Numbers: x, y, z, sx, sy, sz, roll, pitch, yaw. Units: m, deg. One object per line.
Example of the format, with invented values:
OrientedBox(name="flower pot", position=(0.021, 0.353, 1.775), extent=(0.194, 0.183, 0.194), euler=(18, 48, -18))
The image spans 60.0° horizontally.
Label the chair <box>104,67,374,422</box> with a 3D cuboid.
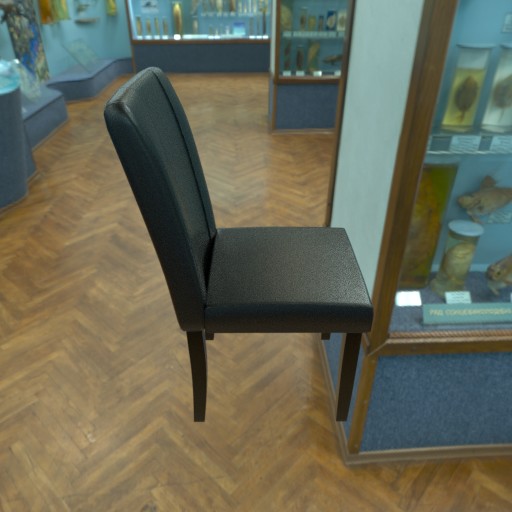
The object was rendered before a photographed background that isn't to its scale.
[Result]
OrientedBox(name="chair", position=(0.000, 0.000, 1.183), extent=(0.556, 0.897, 0.399), euler=(0, 32, 0))
